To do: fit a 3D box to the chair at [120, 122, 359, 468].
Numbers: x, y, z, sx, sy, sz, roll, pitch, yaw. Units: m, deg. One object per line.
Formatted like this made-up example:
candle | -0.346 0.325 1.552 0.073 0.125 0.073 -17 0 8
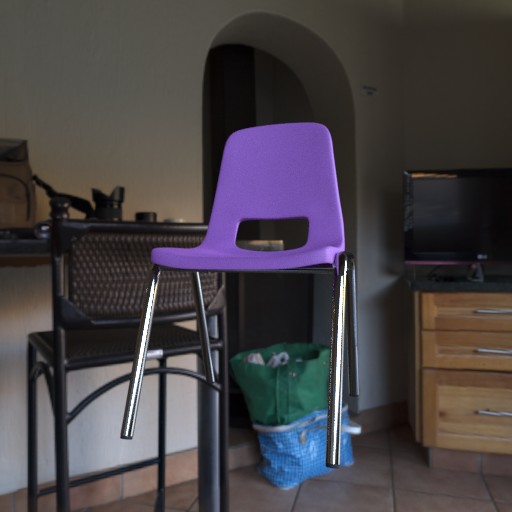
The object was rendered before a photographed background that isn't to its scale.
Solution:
chair | 0.000 0.000 0.690 0.291 0.493 0.301 0 -1 17
